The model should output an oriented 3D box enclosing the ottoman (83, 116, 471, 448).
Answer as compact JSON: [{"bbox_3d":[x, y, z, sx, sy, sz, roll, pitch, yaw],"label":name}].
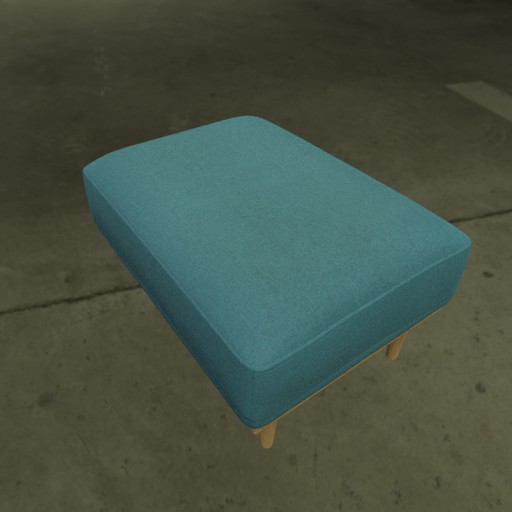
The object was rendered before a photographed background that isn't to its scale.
[{"bbox_3d":[0.000,0.000,1.063,0.549,0.428,0.749,-25,46,-26],"label":"ottoman"}]
